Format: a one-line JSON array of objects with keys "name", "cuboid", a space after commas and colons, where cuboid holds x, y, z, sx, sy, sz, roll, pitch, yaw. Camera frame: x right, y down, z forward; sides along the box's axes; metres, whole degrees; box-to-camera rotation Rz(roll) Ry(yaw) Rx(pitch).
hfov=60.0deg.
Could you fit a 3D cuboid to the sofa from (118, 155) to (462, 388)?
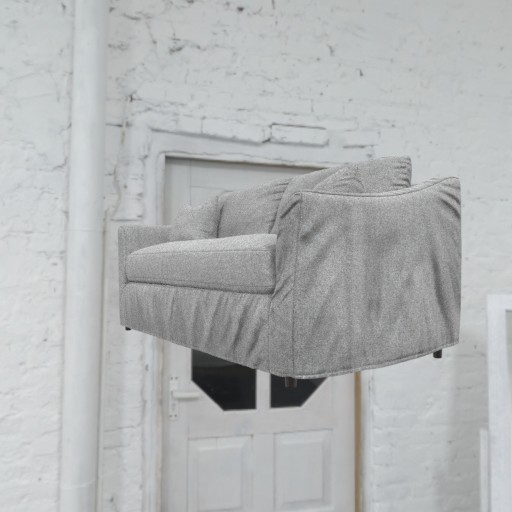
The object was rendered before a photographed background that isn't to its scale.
[{"name": "sofa", "cuboid": [0.000, 0.000, 2.649, 1.072, 1.018, 2.010, 1, -1, -35]}]
